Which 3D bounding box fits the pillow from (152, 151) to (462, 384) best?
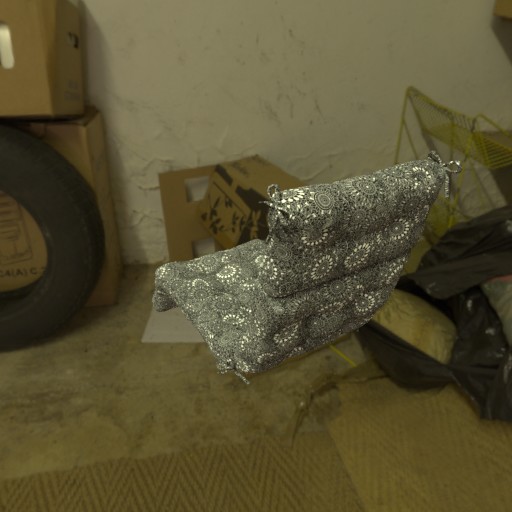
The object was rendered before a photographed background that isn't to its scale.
[{"bbox_3d":[0.000,0.000,1.481,0.526,0.863,1.016,-17,34,-27],"label":"pillow"}]
